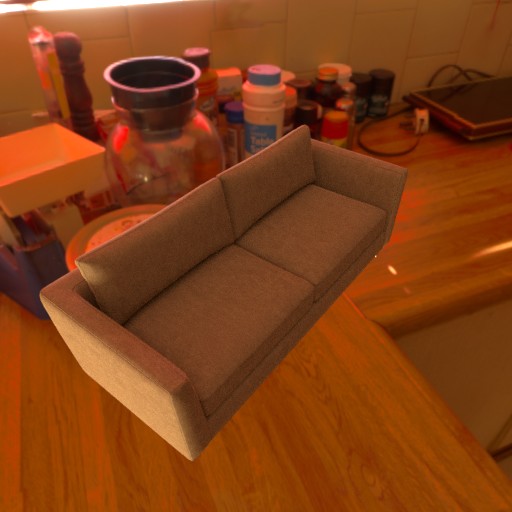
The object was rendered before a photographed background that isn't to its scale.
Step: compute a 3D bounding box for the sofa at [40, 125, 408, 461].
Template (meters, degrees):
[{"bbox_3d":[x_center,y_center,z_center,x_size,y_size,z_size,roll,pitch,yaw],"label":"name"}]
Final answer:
[{"bbox_3d":[0.000,0.000,2.584,0.889,0.864,2.121,26,46,28],"label":"sofa"}]
